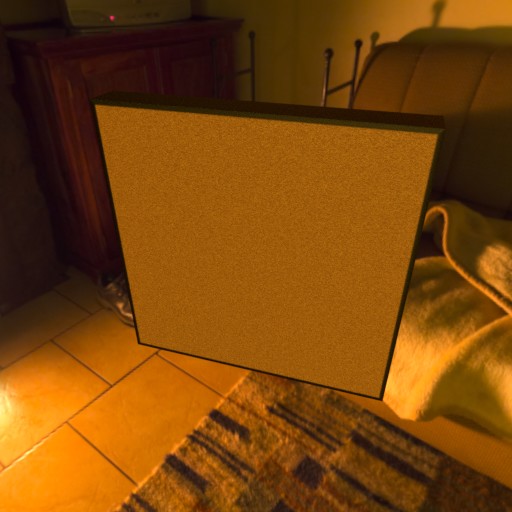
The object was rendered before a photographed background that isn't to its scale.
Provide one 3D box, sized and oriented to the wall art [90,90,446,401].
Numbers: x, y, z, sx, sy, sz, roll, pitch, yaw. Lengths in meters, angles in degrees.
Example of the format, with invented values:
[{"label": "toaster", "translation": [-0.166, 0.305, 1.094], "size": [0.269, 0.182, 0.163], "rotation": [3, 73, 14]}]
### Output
[{"label": "wall art", "translation": [0.000, 0.000, 0.461], "size": [0.304, 0.303, 0.037], "rotation": [9, 34, 14]}]
